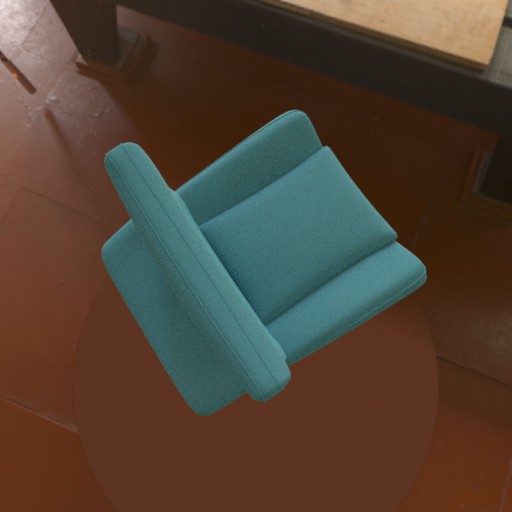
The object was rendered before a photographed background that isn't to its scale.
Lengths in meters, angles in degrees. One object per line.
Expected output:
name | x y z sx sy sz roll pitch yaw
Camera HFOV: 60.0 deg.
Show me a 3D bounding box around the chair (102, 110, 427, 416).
chair | 0.000 0.000 1.646 1.008 0.855 0.859 -33 78 -8
